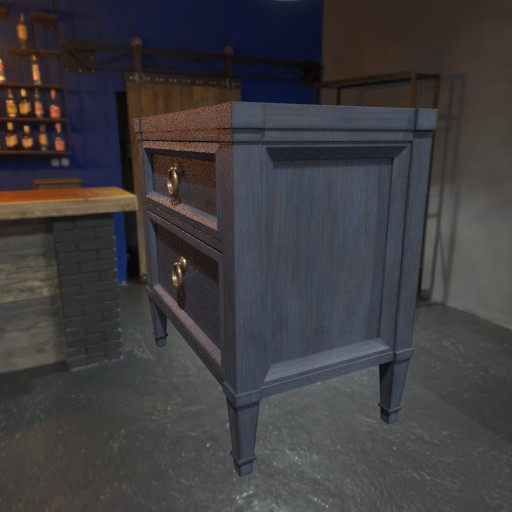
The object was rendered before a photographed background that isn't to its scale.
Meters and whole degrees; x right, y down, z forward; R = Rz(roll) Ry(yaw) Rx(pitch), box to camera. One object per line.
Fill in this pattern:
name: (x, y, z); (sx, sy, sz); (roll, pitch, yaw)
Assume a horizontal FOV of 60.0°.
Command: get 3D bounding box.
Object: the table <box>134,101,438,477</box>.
table: (0.000, 0.000, 1.087); (0.413, 0.660, 0.660); (-7, 17, -26)
